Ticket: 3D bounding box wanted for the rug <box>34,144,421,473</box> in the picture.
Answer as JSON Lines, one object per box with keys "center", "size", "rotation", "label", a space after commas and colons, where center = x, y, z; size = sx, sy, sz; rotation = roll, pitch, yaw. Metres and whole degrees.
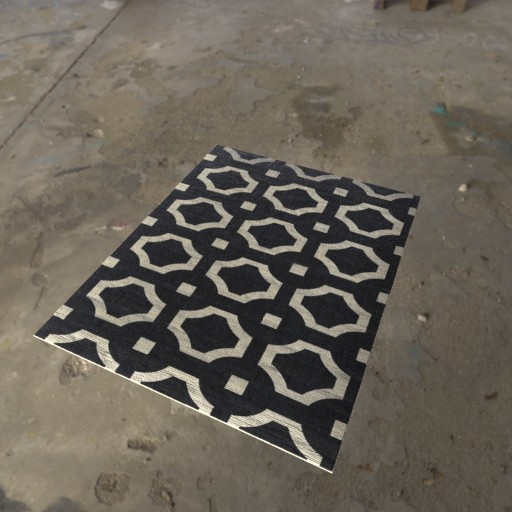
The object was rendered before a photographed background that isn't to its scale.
{"center": [0.000, 0.000, 4.099], "size": [2.466, 0.021, 3.049], "rotation": [18, 49, 17], "label": "rug"}
